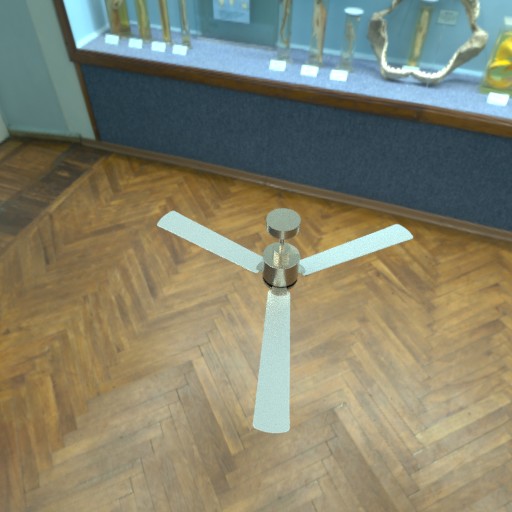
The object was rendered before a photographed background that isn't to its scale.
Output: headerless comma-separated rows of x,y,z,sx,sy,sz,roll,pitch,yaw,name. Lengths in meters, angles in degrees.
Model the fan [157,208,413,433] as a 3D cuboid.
0.000,0.000,2.342,1.531,0.446,1.561,16,48,15,fan
